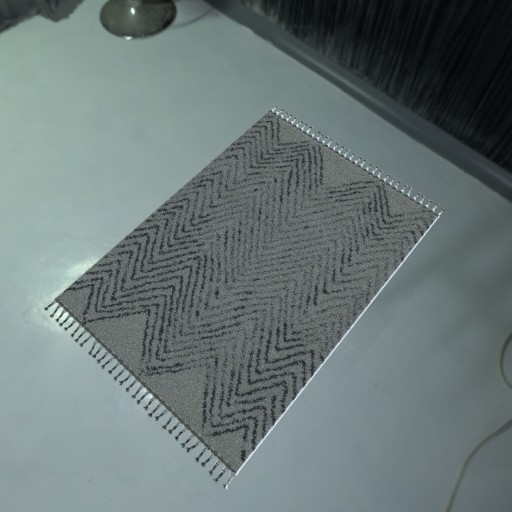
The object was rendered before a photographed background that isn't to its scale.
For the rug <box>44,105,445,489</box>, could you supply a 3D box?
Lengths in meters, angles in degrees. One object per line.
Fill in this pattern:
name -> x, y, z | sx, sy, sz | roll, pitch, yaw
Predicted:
rug -> 0.000, 0.000, 2.335 | 1.230, 0.014, 1.847 | 37, 69, 17
